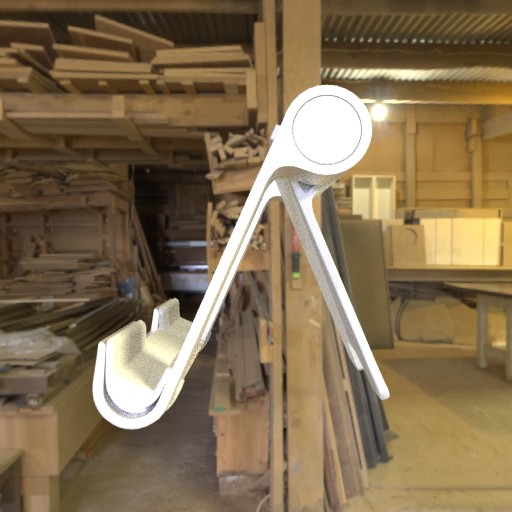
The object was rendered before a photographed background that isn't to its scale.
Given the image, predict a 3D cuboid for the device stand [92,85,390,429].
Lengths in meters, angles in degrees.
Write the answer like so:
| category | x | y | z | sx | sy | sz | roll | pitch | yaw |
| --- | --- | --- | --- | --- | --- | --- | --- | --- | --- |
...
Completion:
| category | x | y | z | sx | sy | sz | roll | pitch | yaw |
| --- | --- | --- | --- | --- | --- | --- | --- | --- | --- |
| device stand | 0.000 | 0.000 | 0.150 | 0.079 | 0.084 | 0.086 | 0 | 2 | 1 |
